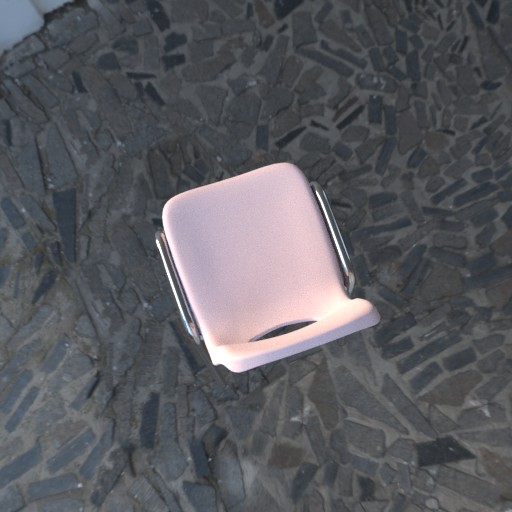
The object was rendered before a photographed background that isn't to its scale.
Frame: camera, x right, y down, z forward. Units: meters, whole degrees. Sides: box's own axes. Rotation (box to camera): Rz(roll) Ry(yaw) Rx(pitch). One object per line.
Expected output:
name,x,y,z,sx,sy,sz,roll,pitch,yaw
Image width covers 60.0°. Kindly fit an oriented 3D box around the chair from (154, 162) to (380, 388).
chair,0.000,0.000,0.847,0.354,0.586,0.423,-18,76,-5
